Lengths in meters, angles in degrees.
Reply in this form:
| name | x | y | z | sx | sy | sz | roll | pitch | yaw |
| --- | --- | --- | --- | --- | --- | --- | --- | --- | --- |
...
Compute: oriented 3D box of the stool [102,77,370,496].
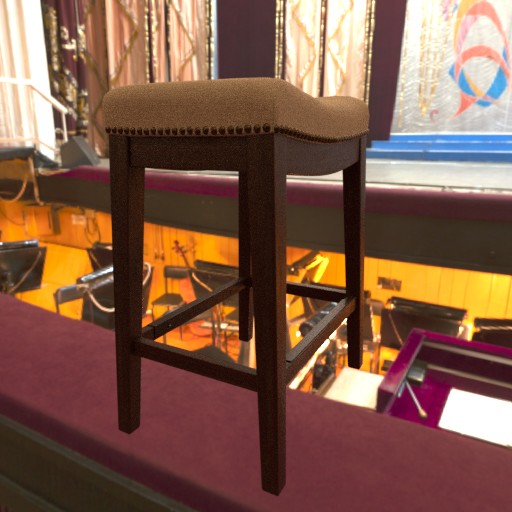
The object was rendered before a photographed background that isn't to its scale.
| name | x | y | z | sx | sy | sz | roll | pitch | yaw |
| --- | --- | --- | --- | --- | --- | --- | --- | --- | --- |
| stool | 0.000 | 0.000 | 0.950 | 0.363 | 0.669 | 0.509 | 8 | 17 | 28 |
